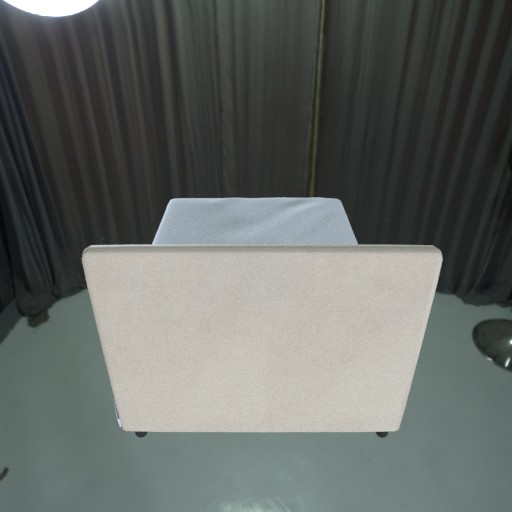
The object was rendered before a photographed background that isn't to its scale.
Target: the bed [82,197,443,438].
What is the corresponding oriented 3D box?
[{"bbox_3d":[0.000,0.000,3.221,1.723,1.330,2.142,0,31,0],"label":"bed"}]
